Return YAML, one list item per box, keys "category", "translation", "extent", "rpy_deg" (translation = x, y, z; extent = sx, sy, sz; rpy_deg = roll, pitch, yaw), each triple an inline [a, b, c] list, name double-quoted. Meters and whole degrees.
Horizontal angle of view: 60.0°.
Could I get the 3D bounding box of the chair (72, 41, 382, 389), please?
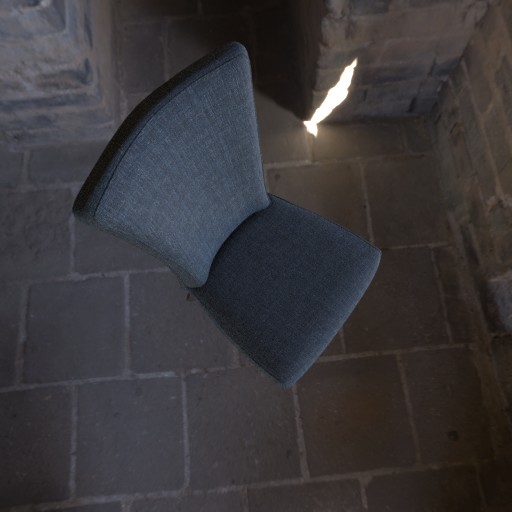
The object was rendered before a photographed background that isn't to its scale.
- category: "chair"
  translation: [0.000, 0.000, 1.339]
  extent: [0.660, 0.991, 0.520]
  rpy_deg: [37, 77, 10]
